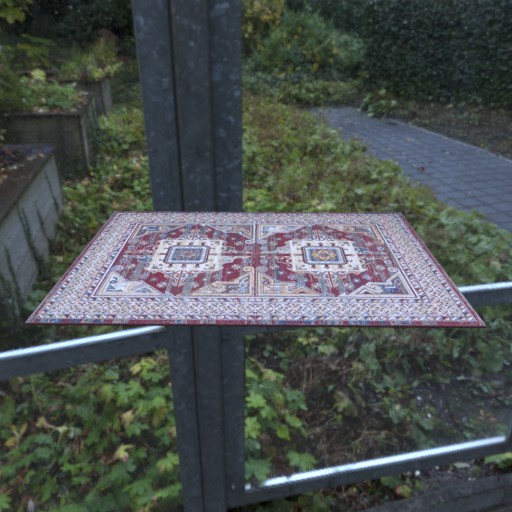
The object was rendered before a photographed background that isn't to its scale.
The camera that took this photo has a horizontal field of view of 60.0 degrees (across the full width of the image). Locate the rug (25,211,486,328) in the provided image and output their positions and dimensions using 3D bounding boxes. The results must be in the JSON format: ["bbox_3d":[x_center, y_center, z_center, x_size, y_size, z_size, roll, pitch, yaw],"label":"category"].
[{"bbox_3d":[0.000,0.000,5.744,4.578,0.033,3.033,0,27,1],"label":"rug"}]
